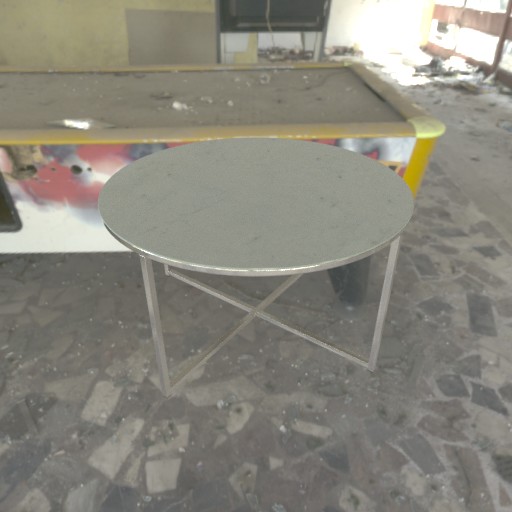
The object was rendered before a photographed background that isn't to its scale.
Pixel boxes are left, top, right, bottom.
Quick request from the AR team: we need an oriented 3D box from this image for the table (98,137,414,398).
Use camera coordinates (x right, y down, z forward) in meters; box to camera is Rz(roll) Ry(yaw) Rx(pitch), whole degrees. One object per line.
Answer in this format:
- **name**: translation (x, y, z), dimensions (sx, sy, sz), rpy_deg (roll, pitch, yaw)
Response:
- **table**: translation (0.000, 0.000, 1.290), dimensions (0.800, 0.450, 0.800), rpy_deg (0, 32, 0)
